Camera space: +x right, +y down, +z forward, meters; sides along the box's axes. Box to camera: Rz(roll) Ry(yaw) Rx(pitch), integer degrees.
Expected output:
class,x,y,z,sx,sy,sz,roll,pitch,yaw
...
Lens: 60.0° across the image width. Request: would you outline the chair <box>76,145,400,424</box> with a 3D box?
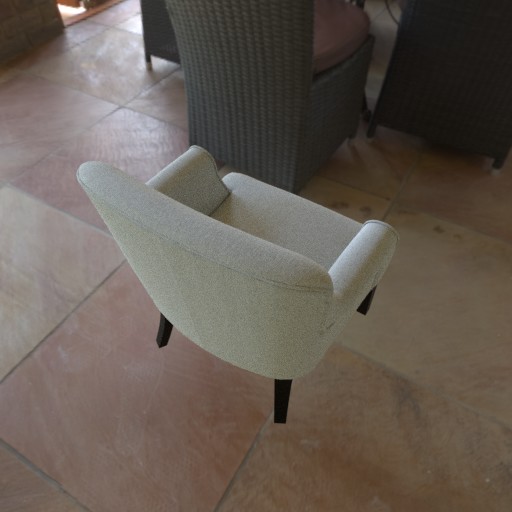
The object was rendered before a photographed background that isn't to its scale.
class,x,y,z,sx,sy,sz,roll,pitch,yaw
chair,0.000,0.000,1.452,0.781,0.875,0.750,26,53,22
